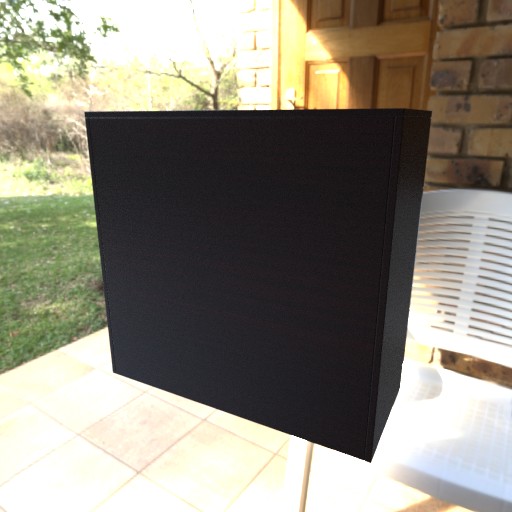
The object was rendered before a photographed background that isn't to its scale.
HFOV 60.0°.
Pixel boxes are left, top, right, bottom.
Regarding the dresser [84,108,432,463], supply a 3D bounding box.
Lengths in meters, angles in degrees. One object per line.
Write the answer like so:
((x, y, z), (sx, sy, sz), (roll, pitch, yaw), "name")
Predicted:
((0.000, 0.000, 1.160), (0.750, 0.720, 0.360), (9, 19, 27), "dresser")
